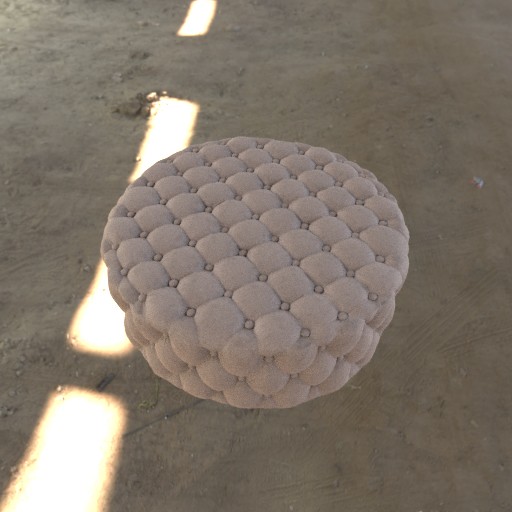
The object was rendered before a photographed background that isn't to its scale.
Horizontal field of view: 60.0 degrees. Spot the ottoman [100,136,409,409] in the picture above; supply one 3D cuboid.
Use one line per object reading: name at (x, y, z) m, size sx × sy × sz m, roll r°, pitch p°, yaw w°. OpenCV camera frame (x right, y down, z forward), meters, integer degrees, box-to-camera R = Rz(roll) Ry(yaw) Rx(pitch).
ottoman at (0.000, 0.000, 1.556) m, size 0.998 × 0.399 × 0.998 m, roll 0°, pitch 47°, yaw 0°
